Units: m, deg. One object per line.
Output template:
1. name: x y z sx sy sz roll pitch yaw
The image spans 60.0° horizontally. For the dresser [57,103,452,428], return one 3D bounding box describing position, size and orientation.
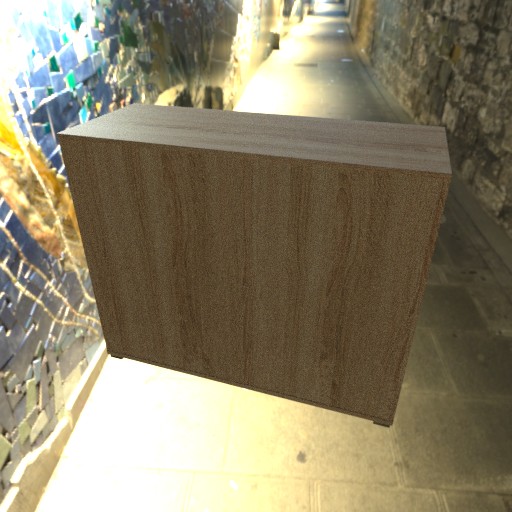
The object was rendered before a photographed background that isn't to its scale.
1. dresser: 0.000 0.000 1.583 1.100 0.900 0.450 10 32 15
